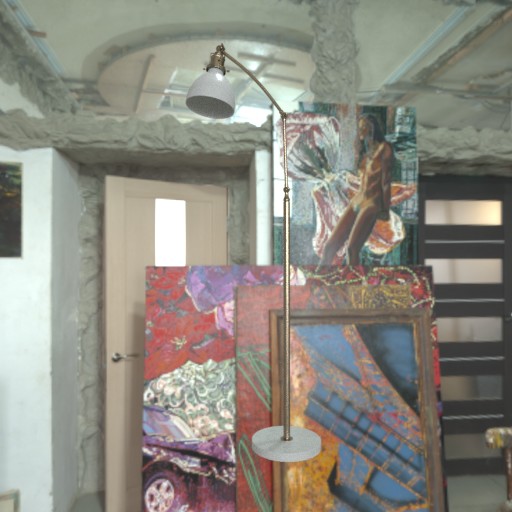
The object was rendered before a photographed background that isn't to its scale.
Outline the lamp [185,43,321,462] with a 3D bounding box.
[{"bbox_3d":[0.000,0.000,1.763,0.599,1.586,0.288,0,0,-36],"label":"lamp"}]
